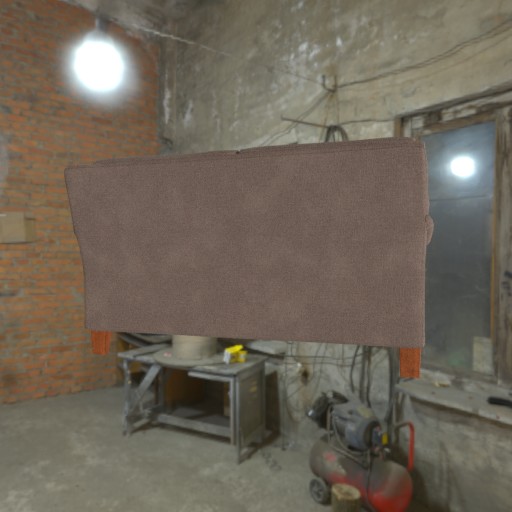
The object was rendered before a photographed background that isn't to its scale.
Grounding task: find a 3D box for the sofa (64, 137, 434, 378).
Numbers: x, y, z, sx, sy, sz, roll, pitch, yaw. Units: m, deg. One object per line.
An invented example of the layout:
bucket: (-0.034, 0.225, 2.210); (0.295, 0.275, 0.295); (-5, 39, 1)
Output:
sofa: (0.000, 0.000, 2.551); (1.853, 1.101, 1.084); (0, 0, 17)
